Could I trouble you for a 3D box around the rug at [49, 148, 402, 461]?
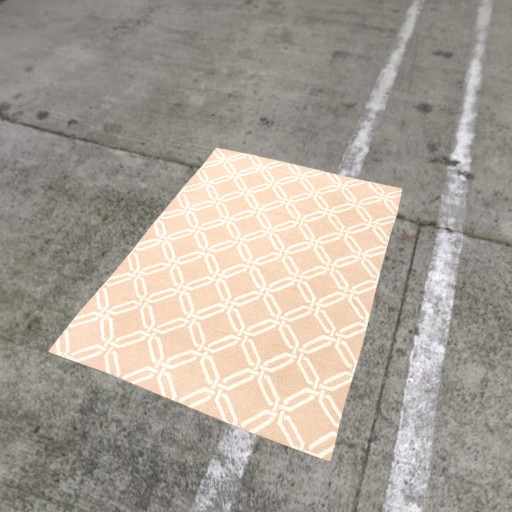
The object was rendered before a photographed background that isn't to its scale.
[{"bbox_3d":[0.000,0.000,4.477,2.452,0.020,3.365,16,48,15],"label":"rug"}]
